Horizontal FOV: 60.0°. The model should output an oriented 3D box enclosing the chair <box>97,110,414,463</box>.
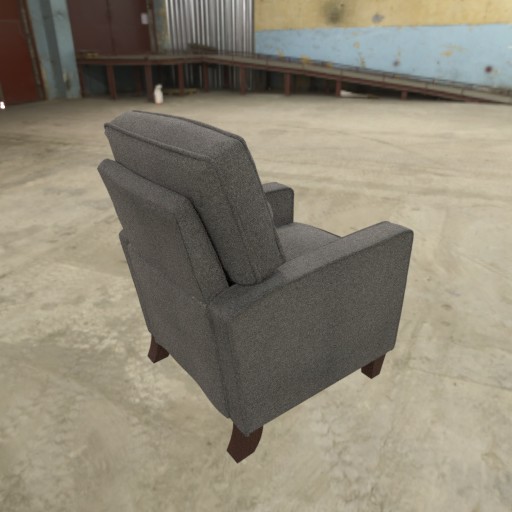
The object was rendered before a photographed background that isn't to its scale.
[{"bbox_3d":[0.000,0.000,1.408,0.775,0.889,0.650,-18,31,-33],"label":"chair"}]
